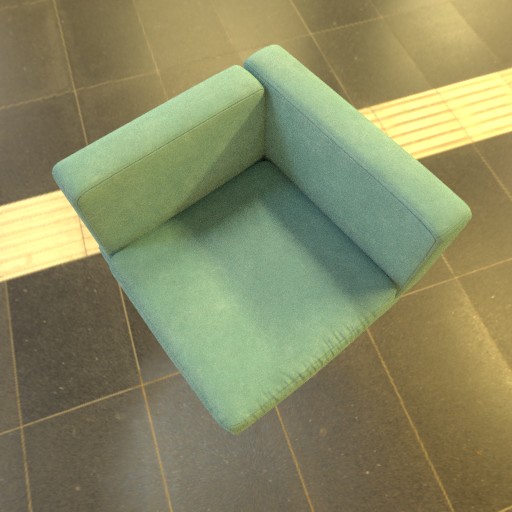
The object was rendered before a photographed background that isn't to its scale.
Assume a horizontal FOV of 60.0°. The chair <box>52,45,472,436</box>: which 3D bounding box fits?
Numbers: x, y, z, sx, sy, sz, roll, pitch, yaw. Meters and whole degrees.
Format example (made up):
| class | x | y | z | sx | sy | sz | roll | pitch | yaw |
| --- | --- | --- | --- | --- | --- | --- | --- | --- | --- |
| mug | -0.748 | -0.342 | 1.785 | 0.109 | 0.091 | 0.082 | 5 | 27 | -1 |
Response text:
| class | x | y | z | sx | sy | sz | roll | pitch | yaw |
| --- | --- | --- | --- | --- | --- | --- | --- | --- | --- |
| chair | 0.000 | 0.000 | 1.213 | 0.680 | 0.660 | 0.680 | -36 | 69 | -16 |
